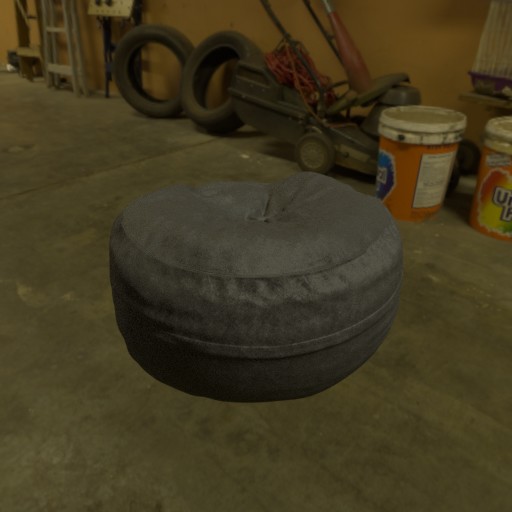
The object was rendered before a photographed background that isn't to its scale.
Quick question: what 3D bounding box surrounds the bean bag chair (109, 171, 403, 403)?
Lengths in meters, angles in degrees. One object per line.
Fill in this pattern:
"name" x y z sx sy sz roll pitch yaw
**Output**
"bean bag chair" 0.000 0.000 2.374 1.525 0.751 1.525 0 30 0
